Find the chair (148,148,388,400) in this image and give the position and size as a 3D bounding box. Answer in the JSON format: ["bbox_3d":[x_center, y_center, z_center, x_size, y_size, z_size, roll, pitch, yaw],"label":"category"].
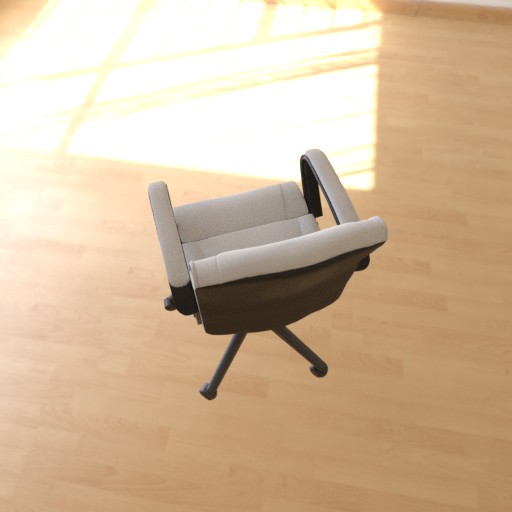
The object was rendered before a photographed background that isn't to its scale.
[{"bbox_3d":[0.000,0.000,1.490,0.739,1.004,0.717,-13,59,-8],"label":"chair"}]
